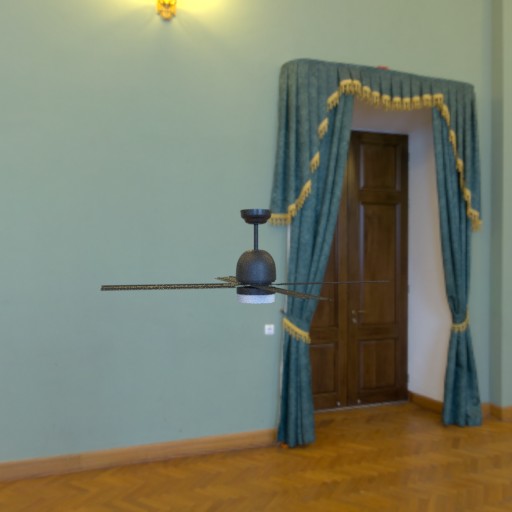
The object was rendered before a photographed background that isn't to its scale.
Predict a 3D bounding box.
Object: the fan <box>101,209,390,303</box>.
[{"bbox_3d":[0.000,0.000,1.994,1.319,0.410,1.319,0,0,-18],"label":"fan"}]
